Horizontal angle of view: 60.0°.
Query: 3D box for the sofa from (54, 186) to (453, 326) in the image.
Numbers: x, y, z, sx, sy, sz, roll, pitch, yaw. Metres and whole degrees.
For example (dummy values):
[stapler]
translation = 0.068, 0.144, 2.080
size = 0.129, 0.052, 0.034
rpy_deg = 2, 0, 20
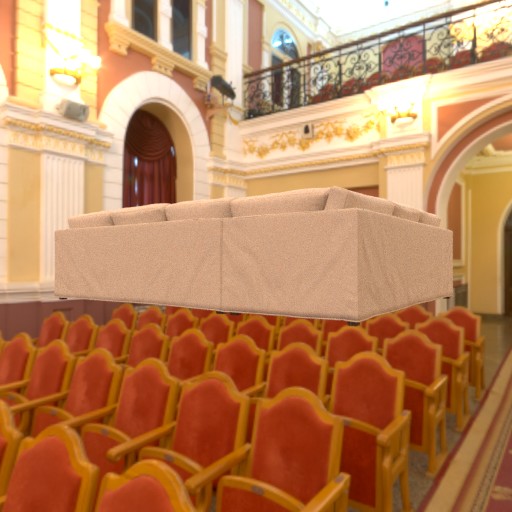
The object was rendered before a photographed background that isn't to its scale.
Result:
[sofa]
translation = 0.000, 0.000, 4.425
size = 3.182, 0.871, 2.432
rpy_deg = 0, -1, 36
